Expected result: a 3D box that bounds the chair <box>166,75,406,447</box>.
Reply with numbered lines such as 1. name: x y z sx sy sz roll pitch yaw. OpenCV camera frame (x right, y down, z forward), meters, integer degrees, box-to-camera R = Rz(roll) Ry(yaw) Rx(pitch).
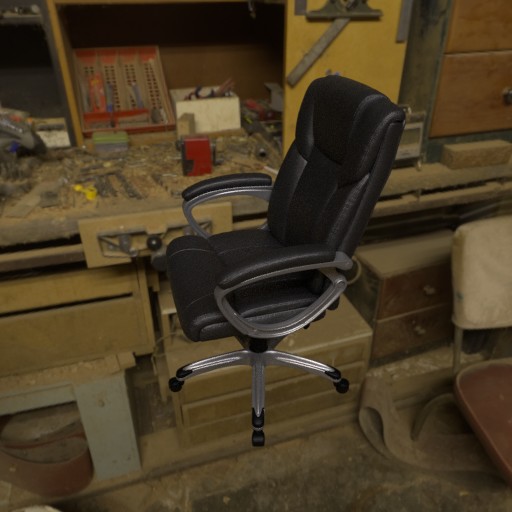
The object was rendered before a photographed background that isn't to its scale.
1. chair: 0.000 0.000 1.553 0.719 1.130 0.721 -8 33 -13
